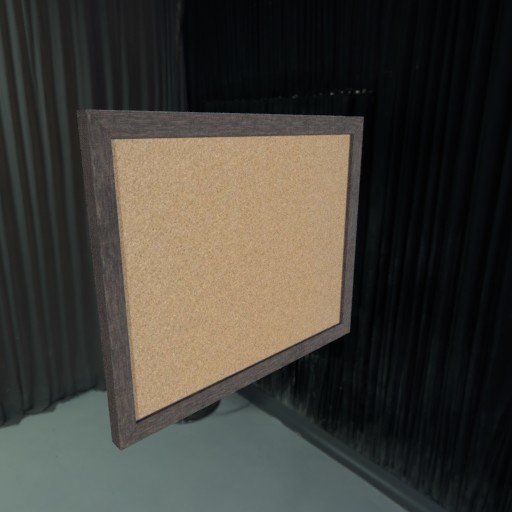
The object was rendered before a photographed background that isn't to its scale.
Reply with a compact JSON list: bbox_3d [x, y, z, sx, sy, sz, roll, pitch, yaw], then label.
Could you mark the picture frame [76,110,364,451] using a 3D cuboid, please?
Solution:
[{"bbox_3d":[0.000,0.000,0.747,0.546,0.455,0.026,-15,22,-41],"label":"picture frame"}]
